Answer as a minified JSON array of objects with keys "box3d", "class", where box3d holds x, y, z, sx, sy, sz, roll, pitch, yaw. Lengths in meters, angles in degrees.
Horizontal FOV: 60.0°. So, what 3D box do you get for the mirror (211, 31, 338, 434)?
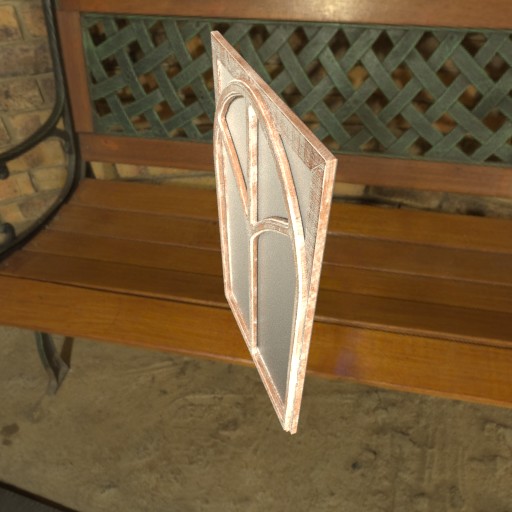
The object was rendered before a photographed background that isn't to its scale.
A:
[{"box3d":[0.000,0.000,0.984,0.058,0.787,0.495,-15,47,-15],"class":"mirror"}]
